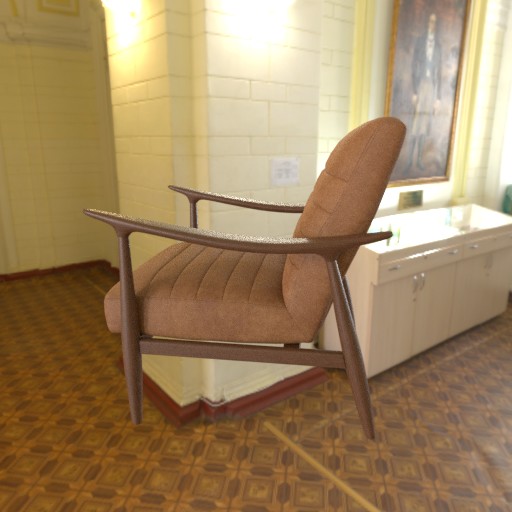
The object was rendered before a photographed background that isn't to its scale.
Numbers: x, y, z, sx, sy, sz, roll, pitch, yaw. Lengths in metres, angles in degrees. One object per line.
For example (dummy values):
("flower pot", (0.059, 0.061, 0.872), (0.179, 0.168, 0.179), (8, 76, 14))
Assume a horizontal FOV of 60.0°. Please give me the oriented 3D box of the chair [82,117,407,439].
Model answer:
("chair", (0.000, 0.000, 1.435), (0.798, 0.832, 0.741), (2, 14, 8))
